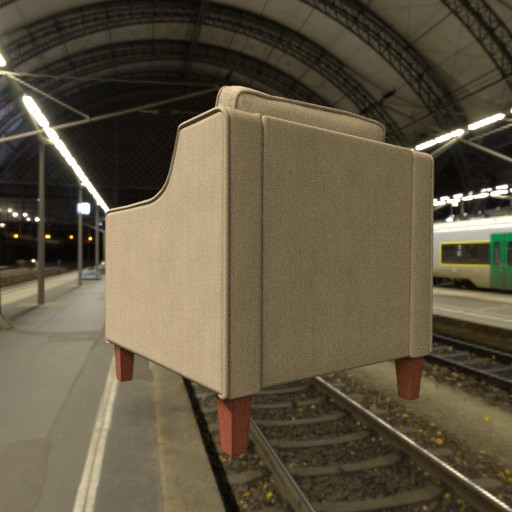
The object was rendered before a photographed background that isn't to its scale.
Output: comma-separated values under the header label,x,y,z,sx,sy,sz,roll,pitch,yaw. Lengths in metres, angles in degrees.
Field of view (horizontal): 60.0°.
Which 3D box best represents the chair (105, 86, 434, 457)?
label,x,y,z,sx,sy,sz,roll,pitch,yaw
chair,0.000,0.000,1.615,0.831,0.960,0.909,0,0,-36
